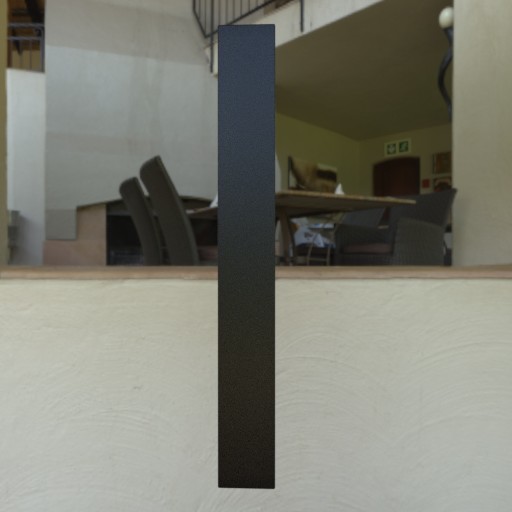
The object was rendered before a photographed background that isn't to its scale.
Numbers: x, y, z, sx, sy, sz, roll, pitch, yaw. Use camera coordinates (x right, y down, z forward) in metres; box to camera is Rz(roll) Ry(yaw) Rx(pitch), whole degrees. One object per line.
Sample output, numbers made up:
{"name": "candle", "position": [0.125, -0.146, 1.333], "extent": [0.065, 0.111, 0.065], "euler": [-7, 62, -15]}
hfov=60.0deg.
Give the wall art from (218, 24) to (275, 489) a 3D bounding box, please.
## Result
{"name": "wall art", "position": [0.000, 0.000, 0.435], "extent": [0.037, 0.299, 0.299], "euler": [0, 0, 2]}
